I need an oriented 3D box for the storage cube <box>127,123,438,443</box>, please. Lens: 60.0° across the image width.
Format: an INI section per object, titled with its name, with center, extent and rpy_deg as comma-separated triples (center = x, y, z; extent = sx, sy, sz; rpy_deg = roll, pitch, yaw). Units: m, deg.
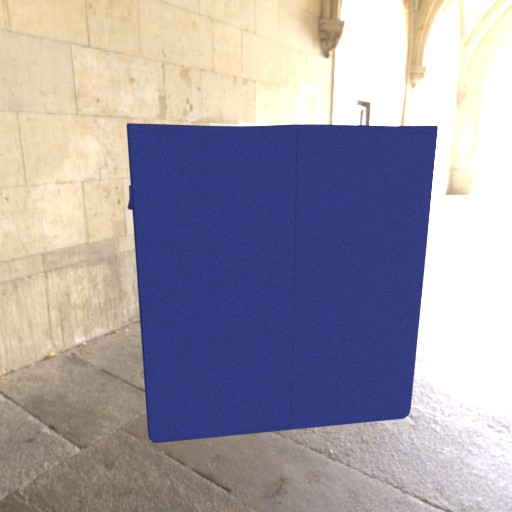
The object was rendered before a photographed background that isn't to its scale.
[storage cube]
center = 0.000, 0.000, 0.508
extent = 0.270, 0.280, 0.270
rpy_deg = -2, 15, -9
